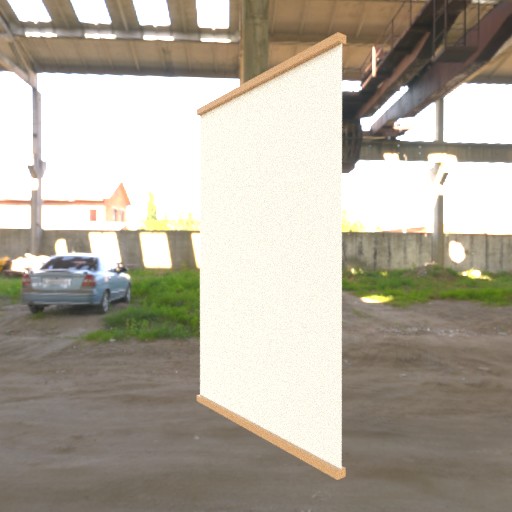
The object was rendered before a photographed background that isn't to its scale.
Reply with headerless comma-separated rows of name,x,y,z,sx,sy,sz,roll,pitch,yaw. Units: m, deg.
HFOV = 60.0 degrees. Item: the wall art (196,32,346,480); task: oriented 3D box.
wall art,0.000,0.000,1.288,0.027,1.020,0.669,0,1,-36
